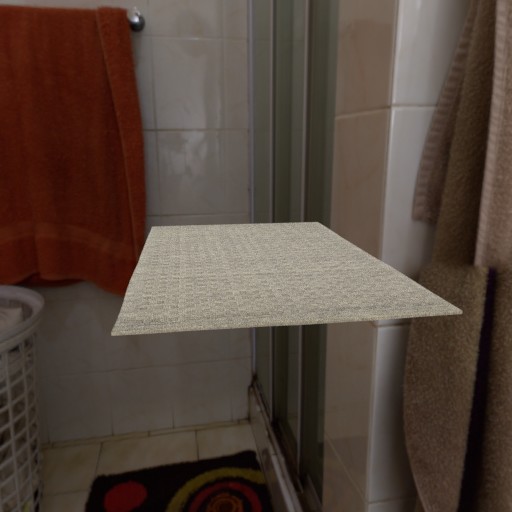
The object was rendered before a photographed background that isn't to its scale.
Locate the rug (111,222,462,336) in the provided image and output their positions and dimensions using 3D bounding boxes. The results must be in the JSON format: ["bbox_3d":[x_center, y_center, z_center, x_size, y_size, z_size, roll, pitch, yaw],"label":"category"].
[{"bbox_3d":[0.000,0.000,2.968,1.532,0.018,2.297,-2,15,-8],"label":"rug"}]
